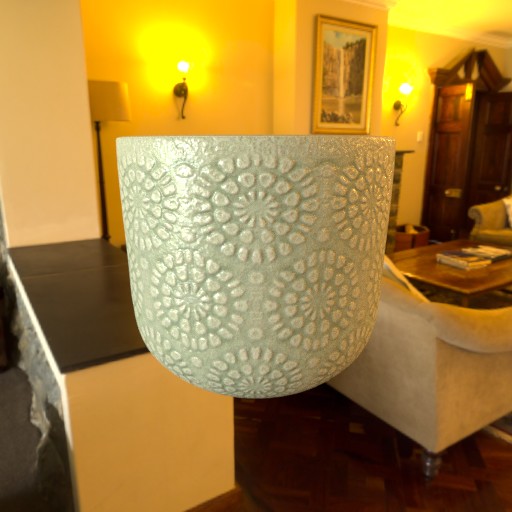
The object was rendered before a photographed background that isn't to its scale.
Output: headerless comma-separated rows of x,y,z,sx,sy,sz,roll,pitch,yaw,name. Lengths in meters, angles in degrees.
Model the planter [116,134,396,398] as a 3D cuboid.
0.000,0.000,0.298,0.169,0.153,0.169,0,14,0,planter
